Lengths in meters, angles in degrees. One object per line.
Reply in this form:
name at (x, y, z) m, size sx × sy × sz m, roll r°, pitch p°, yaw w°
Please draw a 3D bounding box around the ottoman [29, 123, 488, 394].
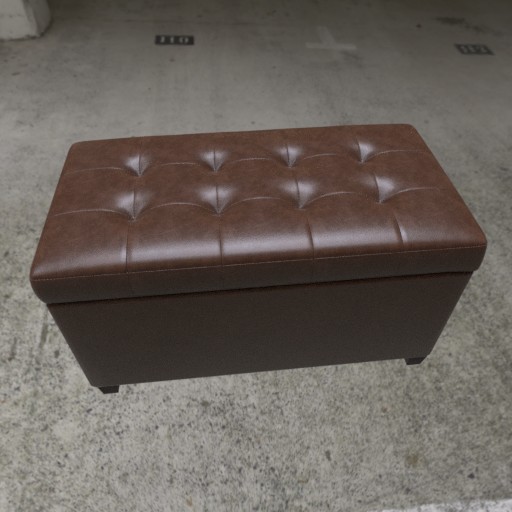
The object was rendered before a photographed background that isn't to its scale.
ottoman at (0.000, 0.000, 1.078) m, size 0.838 × 0.470 × 0.432 m, roll -4°, pitch 47°, yaw -4°
